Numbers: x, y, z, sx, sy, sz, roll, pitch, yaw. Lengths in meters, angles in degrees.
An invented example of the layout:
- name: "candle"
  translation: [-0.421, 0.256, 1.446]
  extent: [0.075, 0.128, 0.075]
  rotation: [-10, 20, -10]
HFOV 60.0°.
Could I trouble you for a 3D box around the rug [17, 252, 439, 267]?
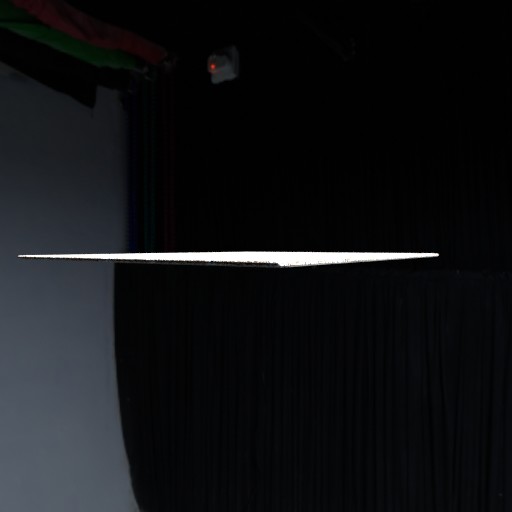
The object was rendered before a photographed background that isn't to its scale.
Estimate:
- name: "rug"
  translation: [0.000, 0.000, 3.995]
  extent: [2.438, 0.029, 3.047]
  rotation: [1, 1, 35]
